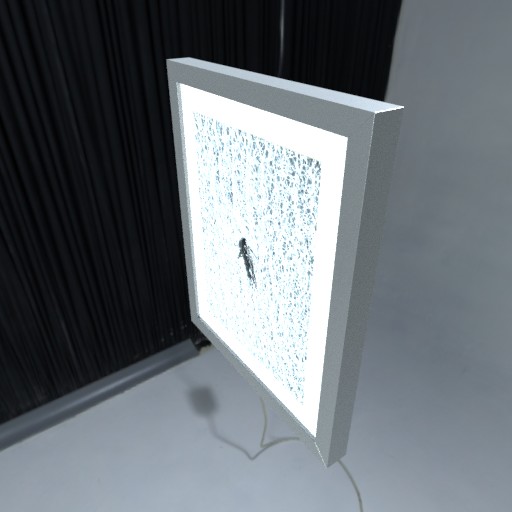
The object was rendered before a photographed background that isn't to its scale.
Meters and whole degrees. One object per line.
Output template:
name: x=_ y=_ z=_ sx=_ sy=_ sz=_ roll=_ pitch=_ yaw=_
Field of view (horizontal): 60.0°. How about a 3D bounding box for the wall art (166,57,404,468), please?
wall art: x=0.000 y=0.000 z=0.500 sx=0.030 sy=0.379 sz=0.308 roll=-20 pitch=36 yaw=-30
